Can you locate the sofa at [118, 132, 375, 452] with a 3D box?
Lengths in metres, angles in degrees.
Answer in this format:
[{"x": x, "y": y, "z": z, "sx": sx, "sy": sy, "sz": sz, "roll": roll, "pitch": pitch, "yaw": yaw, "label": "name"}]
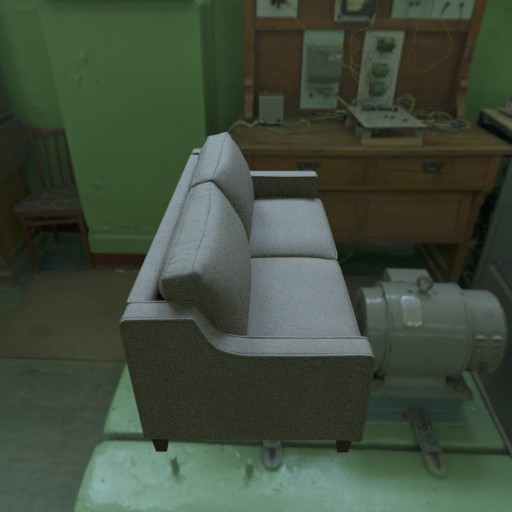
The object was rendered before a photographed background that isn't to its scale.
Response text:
[{"x": 0.000, "y": 0.000, "z": 2.838, "sx": 1.073, "sy": 1.074, "sz": 2.181, "roll": 0, "pitch": 31, "yaw": 0, "label": "sofa"}]
